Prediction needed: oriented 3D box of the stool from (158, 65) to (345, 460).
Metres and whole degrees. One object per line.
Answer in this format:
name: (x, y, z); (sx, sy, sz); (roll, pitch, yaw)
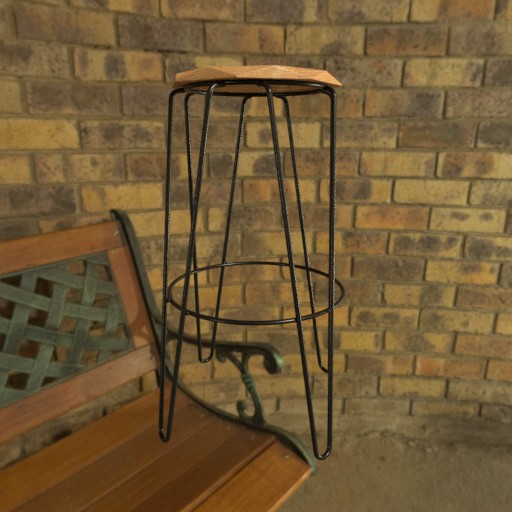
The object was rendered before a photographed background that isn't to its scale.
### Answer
stool: (0.000, 0.000, 0.805); (0.326, 0.610, 0.326); (3, 16, 9)
